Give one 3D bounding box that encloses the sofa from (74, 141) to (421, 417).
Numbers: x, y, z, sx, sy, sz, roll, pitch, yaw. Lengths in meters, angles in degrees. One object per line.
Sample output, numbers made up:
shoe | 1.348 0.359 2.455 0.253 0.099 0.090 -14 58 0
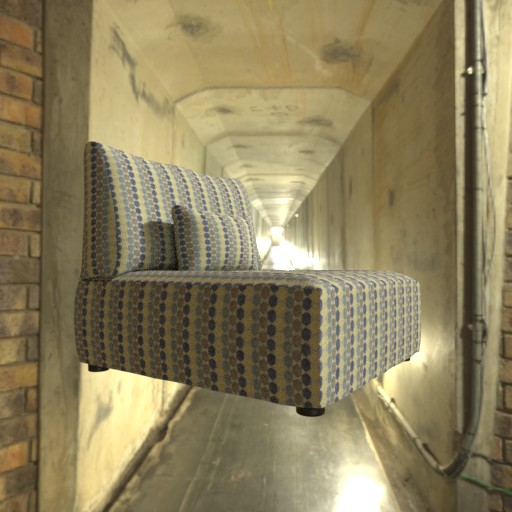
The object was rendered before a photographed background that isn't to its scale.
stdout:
sofa | 0.000 0.000 1.714 1.000 0.830 0.930 -1 -1 35
